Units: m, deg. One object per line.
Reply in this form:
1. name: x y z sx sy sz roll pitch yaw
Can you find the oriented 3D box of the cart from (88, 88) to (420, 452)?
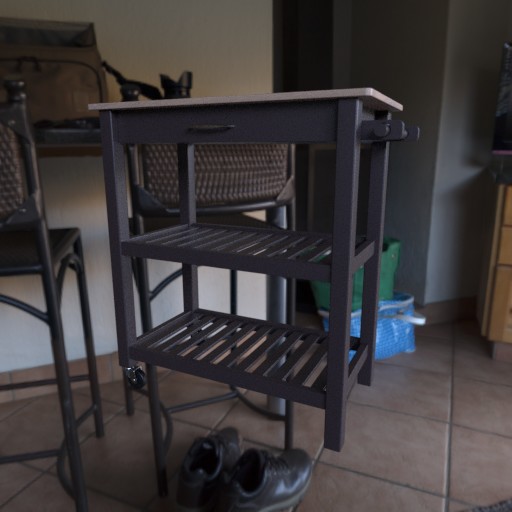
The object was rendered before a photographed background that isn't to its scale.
1. cart: 0.000 0.000 1.428 0.899 0.927 0.457 7 15 25
